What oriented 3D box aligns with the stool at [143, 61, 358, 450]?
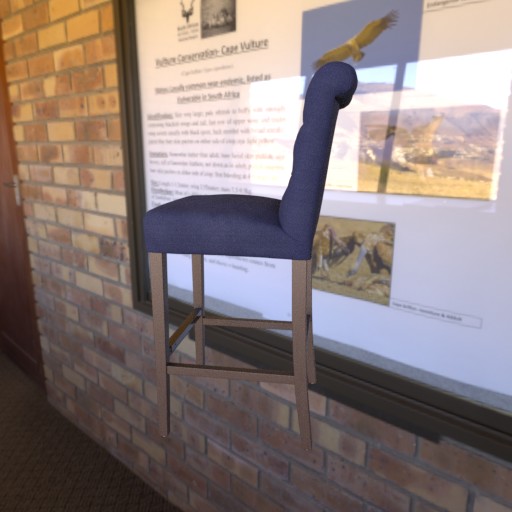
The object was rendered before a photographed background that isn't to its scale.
[{"bbox_3d":[0.000,0.000,1.499,0.601,1.140,0.493,2,14,9],"label":"stool"}]
